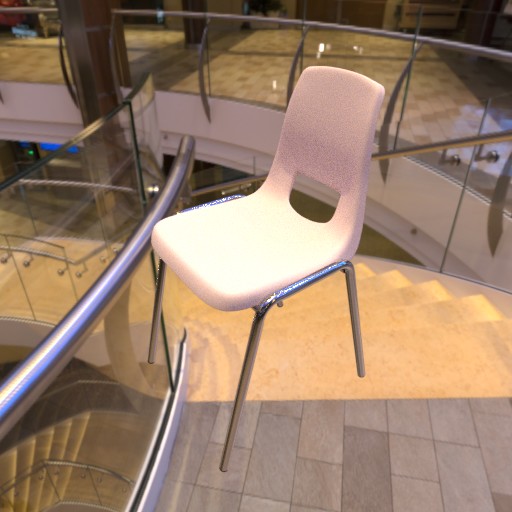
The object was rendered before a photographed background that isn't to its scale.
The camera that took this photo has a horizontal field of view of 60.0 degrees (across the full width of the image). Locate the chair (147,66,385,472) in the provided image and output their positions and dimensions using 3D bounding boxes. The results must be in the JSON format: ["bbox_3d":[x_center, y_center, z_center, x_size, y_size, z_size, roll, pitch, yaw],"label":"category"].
[{"bbox_3d":[0.000,0.000,0.947,0.436,0.704,0.381,-21,39,-29],"label":"chair"}]
